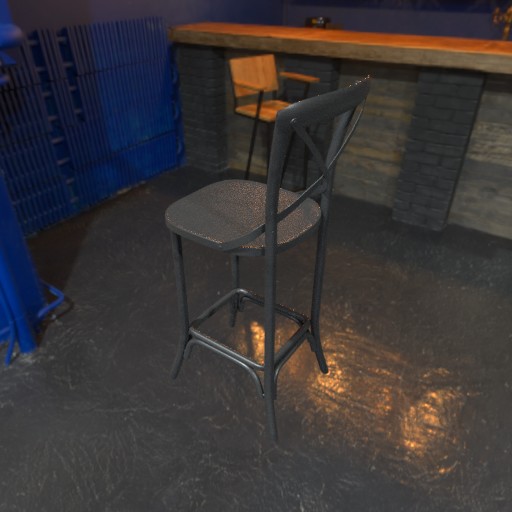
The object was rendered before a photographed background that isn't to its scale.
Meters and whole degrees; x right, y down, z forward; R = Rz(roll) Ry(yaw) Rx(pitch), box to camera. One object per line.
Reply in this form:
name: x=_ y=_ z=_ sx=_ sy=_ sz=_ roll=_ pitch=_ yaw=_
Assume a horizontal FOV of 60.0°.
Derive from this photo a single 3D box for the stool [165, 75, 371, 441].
stool: x=0.000 y=0.000 z=1.501 sx=0.584 sy=1.168 sz=0.457 roll=21 pitch=38 yaw=29
